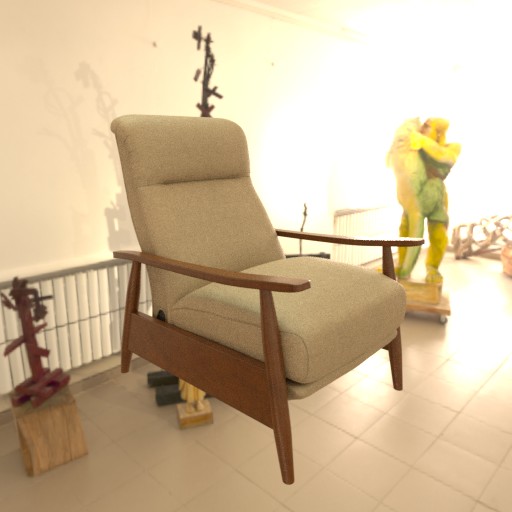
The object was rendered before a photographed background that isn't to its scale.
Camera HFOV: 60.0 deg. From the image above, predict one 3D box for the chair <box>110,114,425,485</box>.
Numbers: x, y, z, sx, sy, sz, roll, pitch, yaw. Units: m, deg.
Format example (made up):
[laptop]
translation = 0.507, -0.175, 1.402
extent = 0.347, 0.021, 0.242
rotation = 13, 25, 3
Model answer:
[chair]
translation = 0.000, 0.000, 1.747
extent = 1.030, 1.082, 0.762
rotation = 14, 20, 42
